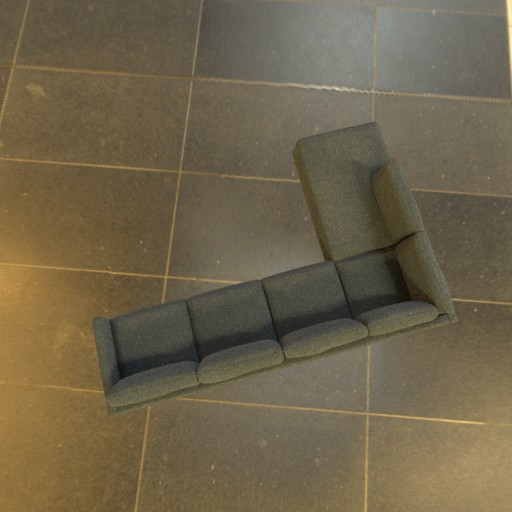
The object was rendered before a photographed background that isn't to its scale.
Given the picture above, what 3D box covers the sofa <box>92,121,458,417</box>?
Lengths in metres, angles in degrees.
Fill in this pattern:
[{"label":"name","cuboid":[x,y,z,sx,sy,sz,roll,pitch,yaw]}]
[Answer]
[{"label":"sofa","cuboid":[0.000,0.000,3.938,2.949,0.815,2.007,-15,77,-4]}]
